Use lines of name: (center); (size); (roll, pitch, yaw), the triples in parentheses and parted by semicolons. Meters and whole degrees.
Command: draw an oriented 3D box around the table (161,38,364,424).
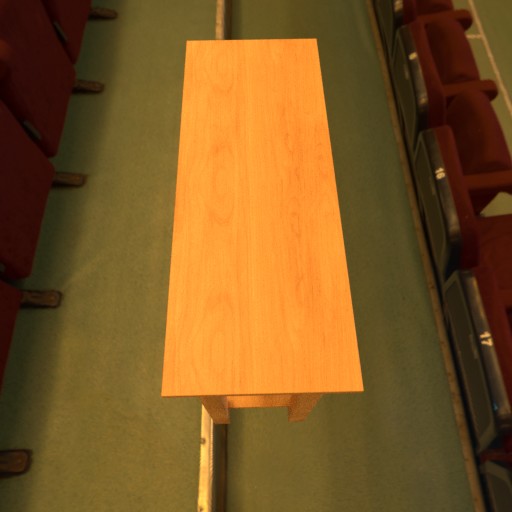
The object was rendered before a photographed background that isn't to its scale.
table: (0.000, 0.000, 1.272); (0.340, 0.728, 0.900); (-1, 62, -1)
